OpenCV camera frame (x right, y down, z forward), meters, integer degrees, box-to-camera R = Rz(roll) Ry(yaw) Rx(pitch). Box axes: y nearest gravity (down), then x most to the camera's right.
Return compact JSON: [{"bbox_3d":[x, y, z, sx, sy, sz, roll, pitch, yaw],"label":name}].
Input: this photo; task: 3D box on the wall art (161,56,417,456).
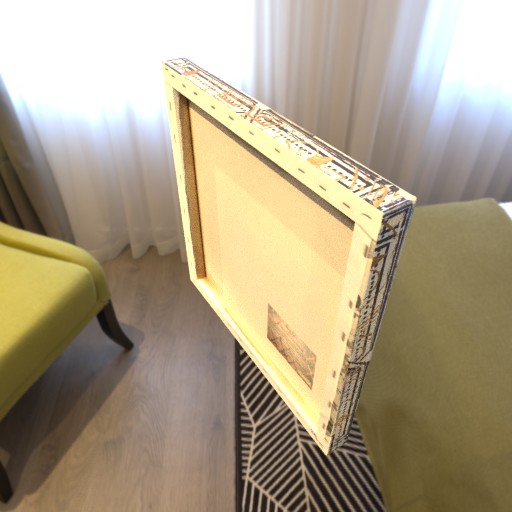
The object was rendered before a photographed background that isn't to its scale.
[{"bbox_3d":[0.000,0.000,0.607,0.038,0.410,0.411,-23,47,-24],"label":"wall art"}]
